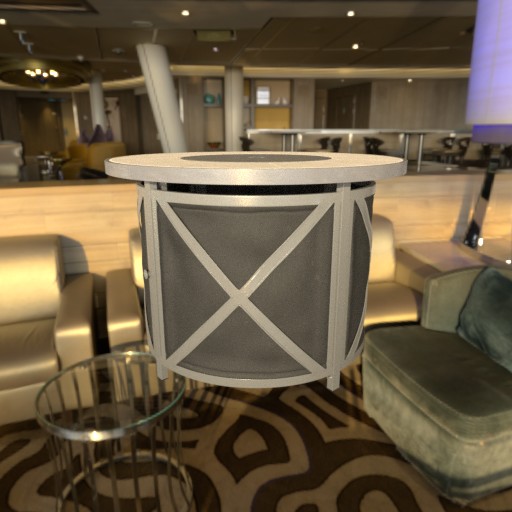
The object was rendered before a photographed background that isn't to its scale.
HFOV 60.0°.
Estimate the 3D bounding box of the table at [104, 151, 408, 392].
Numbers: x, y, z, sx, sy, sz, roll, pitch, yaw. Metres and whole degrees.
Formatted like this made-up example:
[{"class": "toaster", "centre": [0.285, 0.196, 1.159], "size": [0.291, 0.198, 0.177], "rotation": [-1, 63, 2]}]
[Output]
[{"class": "table", "centre": [0.000, 0.000, 1.495], "size": [0.914, 0.650, 0.914], "rotation": [0, 16, 0]}]
